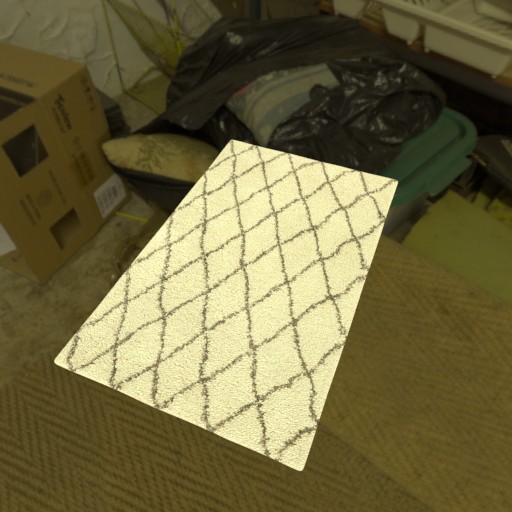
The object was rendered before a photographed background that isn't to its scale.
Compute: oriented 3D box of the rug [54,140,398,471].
[{"bbox_3d":[0.000,0.000,3.117,1.524,0.030,2.438,18,51,15],"label":"rug"}]
